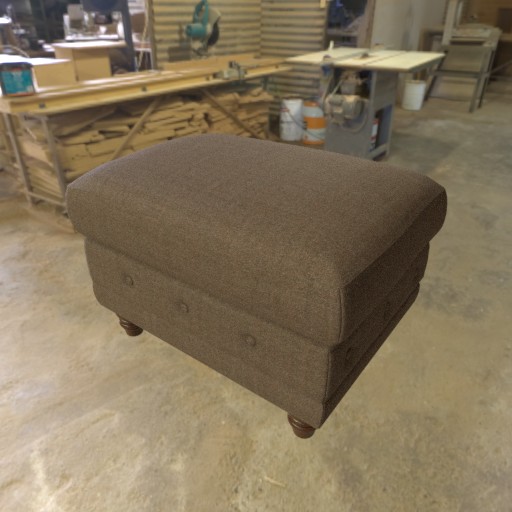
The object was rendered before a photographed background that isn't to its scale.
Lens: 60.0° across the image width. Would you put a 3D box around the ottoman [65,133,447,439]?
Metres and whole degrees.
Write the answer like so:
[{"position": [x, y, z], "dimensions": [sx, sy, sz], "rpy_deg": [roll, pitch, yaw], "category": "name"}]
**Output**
[{"position": [0.000, 0.000, 1.207], "dimensions": [0.809, 0.555, 0.599], "rpy_deg": [20, 36, 31], "category": "ottoman"}]
